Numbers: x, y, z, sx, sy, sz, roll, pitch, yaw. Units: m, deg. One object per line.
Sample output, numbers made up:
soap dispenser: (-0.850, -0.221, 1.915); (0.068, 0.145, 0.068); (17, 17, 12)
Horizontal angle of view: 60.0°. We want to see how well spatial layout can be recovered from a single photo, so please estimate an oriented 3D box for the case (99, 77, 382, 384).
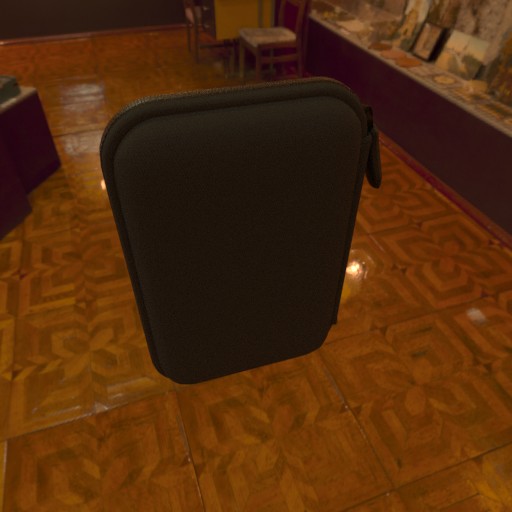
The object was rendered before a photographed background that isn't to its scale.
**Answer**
case: (0.000, 0.000, 0.192); (0.107, 0.147, 0.030); (-12, 43, -13)
